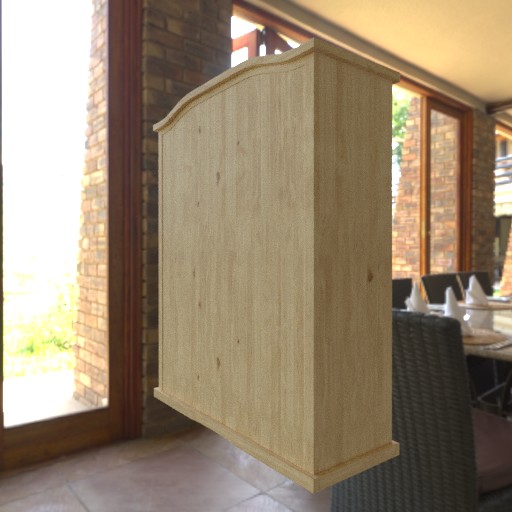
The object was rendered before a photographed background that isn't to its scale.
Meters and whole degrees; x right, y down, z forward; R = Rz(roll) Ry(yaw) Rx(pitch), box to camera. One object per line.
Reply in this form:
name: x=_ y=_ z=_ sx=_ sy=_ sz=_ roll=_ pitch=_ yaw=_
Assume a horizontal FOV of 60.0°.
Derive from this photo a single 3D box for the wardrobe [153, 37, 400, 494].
wardrobe: x=0.000 y=0.000 z=2.511 sx=0.570 sy=1.870 sz=1.500 roll=0 pitch=0 yaw=-37
